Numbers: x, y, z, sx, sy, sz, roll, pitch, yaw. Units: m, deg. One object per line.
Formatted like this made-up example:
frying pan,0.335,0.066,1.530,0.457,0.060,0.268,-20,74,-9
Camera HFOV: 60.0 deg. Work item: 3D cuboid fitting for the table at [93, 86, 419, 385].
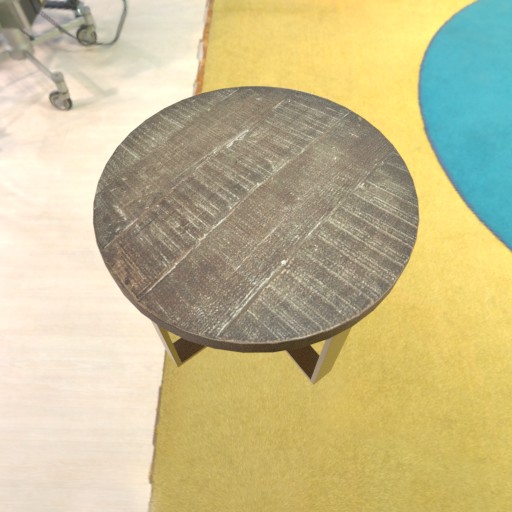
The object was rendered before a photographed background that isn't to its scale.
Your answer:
table,0.000,0.000,0.956,0.557,0.437,0.557,0,59,0
